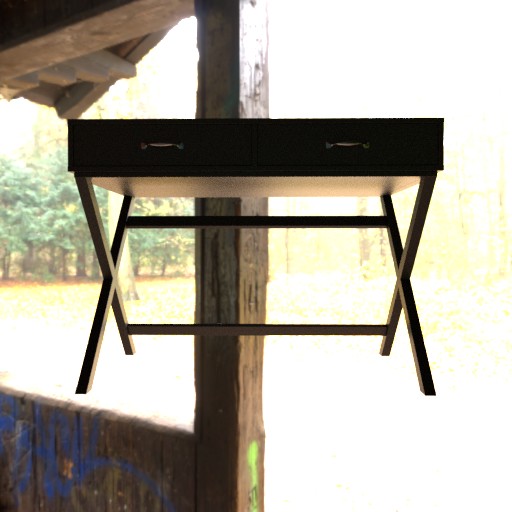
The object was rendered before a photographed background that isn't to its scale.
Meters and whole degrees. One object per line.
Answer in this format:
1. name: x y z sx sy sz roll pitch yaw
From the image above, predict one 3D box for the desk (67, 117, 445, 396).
1. desk: 0.000 0.000 1.489 1.057 0.780 0.525 0 1 1
